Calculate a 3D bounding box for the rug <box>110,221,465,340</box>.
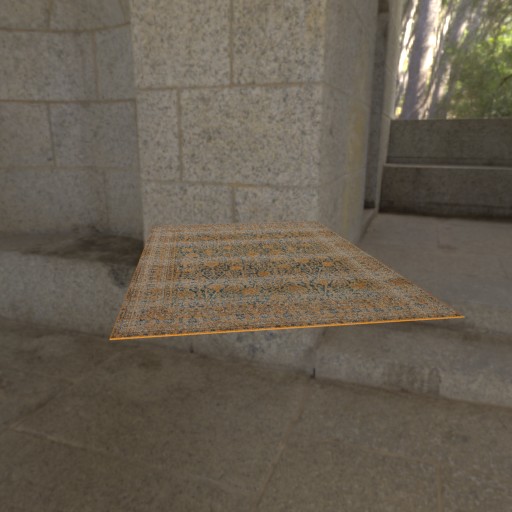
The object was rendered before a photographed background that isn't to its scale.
[{"bbox_3d":[0.000,0.000,2.979,1.525,0.007,2.336,-2,15,-8],"label":"rug"}]
